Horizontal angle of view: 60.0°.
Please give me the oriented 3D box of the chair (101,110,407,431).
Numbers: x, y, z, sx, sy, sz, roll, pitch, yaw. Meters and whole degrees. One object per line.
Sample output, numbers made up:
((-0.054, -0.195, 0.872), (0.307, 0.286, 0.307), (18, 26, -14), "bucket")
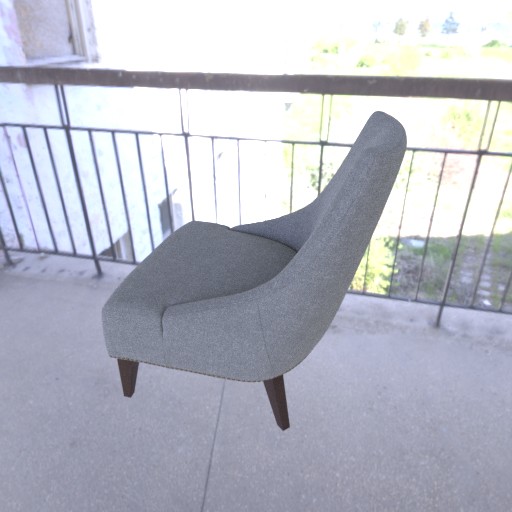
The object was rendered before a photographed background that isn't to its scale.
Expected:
((0.000, 0.000, 1.518), (0.861, 0.909, 0.701), (7, 29, 14), "chair")
